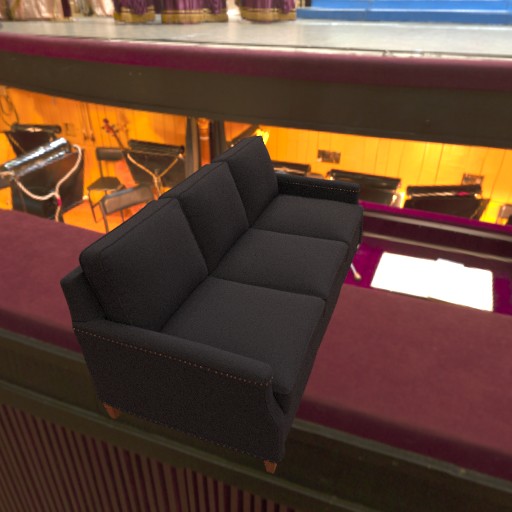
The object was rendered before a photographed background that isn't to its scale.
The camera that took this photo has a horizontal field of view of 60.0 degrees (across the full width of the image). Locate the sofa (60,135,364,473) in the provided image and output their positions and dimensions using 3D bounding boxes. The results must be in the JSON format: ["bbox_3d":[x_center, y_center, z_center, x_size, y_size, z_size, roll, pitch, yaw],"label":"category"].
[{"bbox_3d":[0.000,0.000,2.846,1.084,1.003,2.246,11,32,18],"label":"sofa"}]
